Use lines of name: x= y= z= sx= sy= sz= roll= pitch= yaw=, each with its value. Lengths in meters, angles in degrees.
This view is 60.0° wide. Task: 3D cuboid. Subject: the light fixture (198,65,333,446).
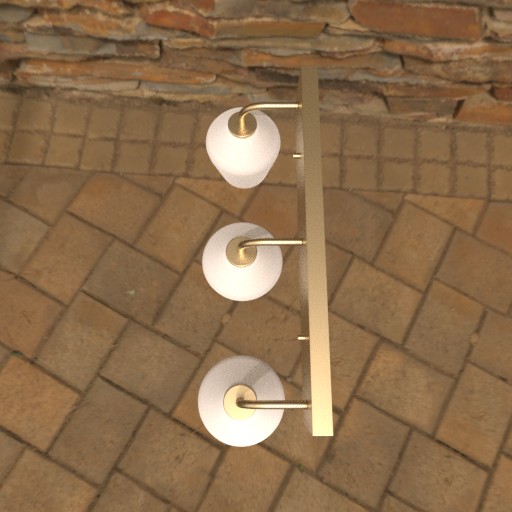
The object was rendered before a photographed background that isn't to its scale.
light fixture: x=0.000 y=0.000 z=0.750 sx=0.190 sy=0.280 sz=0.609 roll=0 pitch=75 yaw=0
